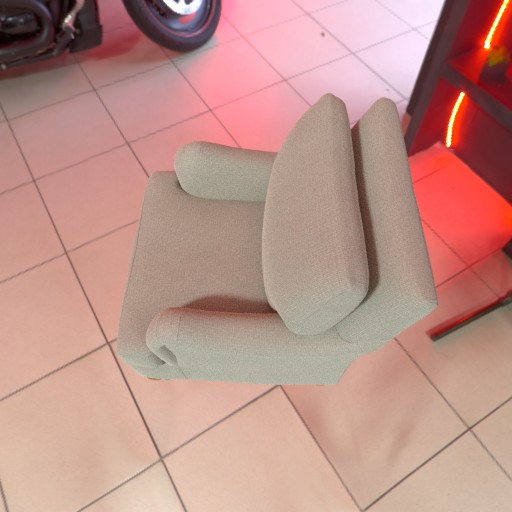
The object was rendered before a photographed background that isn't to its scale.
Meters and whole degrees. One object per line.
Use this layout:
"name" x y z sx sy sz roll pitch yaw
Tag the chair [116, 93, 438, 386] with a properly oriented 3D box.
"chair" 0.000 0.000 1.875 1.070 1.038 0.955 1 58 1
